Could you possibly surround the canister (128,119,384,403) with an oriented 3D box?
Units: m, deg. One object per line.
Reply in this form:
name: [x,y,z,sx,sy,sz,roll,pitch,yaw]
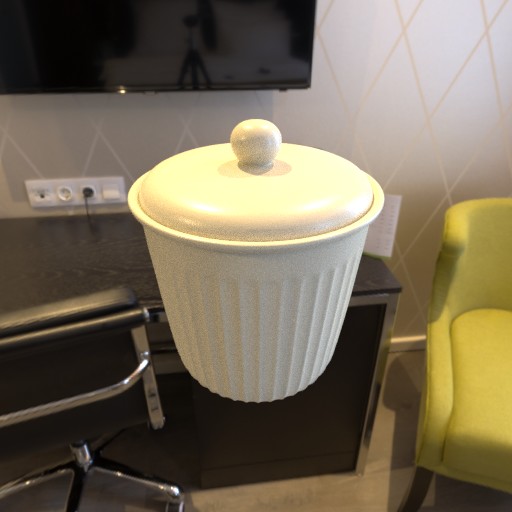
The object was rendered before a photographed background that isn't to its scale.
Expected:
canister: [0.000,0.000,0.351,0.181,0.211,0.181,0,30,0]
